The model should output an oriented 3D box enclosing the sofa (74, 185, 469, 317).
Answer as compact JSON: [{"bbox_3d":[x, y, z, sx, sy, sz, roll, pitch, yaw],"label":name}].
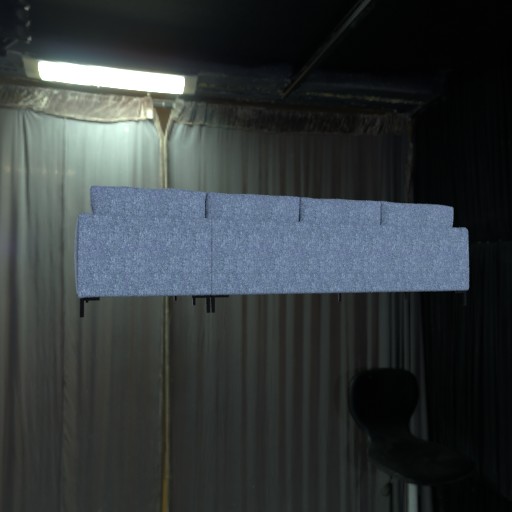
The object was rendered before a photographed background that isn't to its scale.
[{"bbox_3d":[0.000,0.000,3.705,2.737,0.756,1.879,1,-2,-19],"label":"sofa"}]
